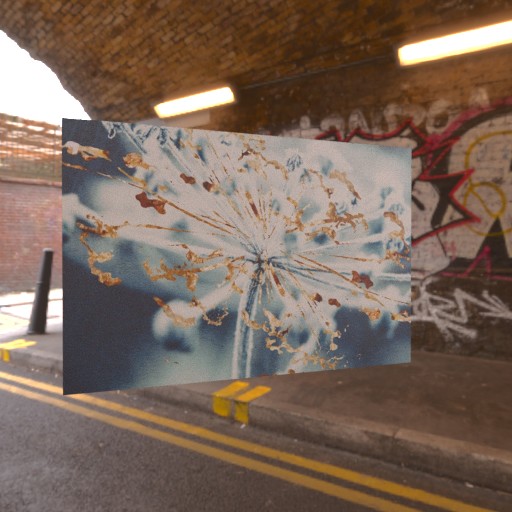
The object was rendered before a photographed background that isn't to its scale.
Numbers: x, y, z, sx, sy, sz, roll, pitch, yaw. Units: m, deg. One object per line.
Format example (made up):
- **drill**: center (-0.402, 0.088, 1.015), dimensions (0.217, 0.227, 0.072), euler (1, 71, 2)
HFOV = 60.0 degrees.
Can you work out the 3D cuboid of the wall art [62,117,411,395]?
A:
- **wall art**: center (0.000, 0.000, 0.759), dimensions (0.607, 0.405, 0.036), euler (0, 1, -19)
